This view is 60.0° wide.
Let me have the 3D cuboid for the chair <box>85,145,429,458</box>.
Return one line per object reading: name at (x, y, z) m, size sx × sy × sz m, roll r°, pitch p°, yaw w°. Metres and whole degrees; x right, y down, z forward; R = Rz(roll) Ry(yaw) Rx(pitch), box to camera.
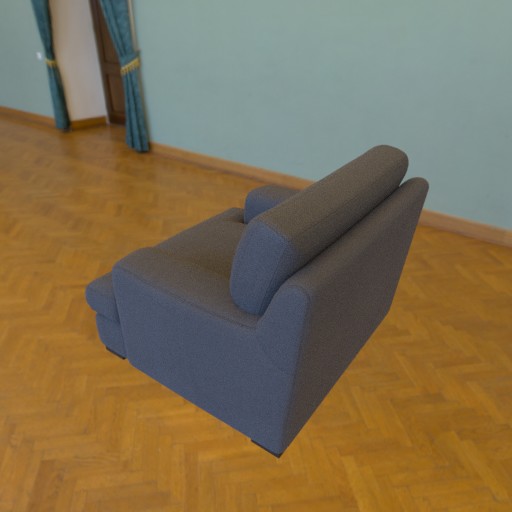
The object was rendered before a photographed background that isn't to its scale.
chair at (0.000, 0.000, 2.025) m, size 1.143 × 0.940 × 1.168 m, roll 20°, pitch 35°, yaw 30°
